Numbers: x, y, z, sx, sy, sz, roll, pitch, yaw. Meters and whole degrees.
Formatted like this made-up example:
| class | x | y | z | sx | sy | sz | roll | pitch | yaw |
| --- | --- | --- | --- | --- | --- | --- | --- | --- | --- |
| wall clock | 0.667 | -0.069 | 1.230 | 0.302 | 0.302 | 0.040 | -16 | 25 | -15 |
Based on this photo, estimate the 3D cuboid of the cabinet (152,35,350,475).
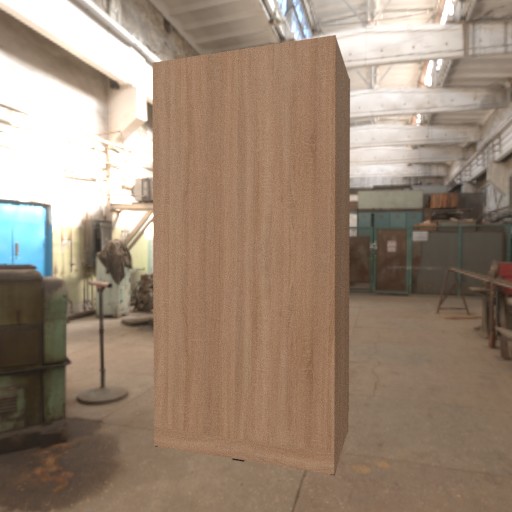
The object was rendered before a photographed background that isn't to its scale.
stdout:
| class | x | y | z | sx | sy | sz | roll | pitch | yaw |
| --- | --- | --- | --- | --- | --- | --- | --- | --- | --- |
| cabinet | 0.000 | 0.000 | 2.566 | 1.001 | 2.121 | 0.590 | 0 | 1 | 18 |
